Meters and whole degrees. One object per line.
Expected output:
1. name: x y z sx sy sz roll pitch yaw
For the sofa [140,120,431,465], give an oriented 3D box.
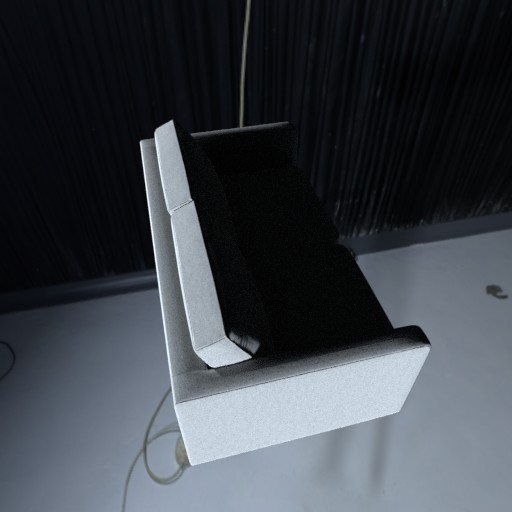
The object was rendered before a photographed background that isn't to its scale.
1. sofa: 0.000 0.000 2.328 1.000 0.900 1.731 -10 46 -10
